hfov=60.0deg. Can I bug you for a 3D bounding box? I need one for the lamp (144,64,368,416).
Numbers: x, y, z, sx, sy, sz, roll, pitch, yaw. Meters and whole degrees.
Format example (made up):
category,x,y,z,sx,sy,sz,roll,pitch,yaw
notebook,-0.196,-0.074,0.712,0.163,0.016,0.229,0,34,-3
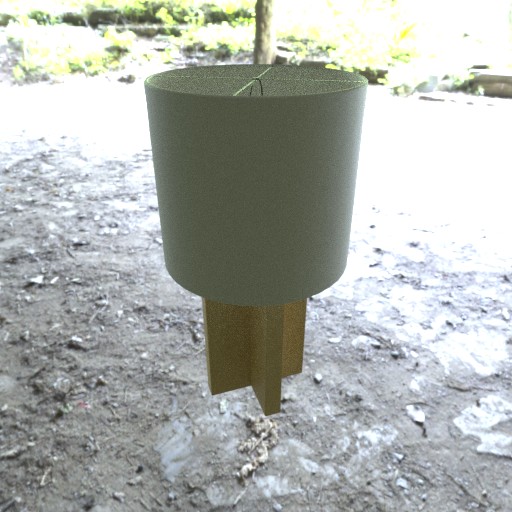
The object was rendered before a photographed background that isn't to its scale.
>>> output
category,x,y,z,sx,sy,sz,roll,pitch,yaw
lamp,0.000,0.000,0.566,0.229,0.428,0.229,-10,31,-17
